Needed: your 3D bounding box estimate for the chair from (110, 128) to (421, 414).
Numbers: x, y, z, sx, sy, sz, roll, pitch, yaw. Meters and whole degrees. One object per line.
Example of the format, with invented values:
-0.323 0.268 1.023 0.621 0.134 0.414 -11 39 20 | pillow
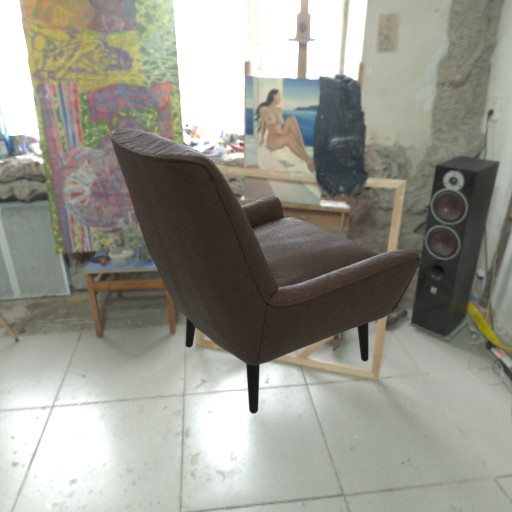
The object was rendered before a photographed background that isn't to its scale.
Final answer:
0.000 0.000 1.546 0.824 0.888 0.787 -18 31 -32 | chair
